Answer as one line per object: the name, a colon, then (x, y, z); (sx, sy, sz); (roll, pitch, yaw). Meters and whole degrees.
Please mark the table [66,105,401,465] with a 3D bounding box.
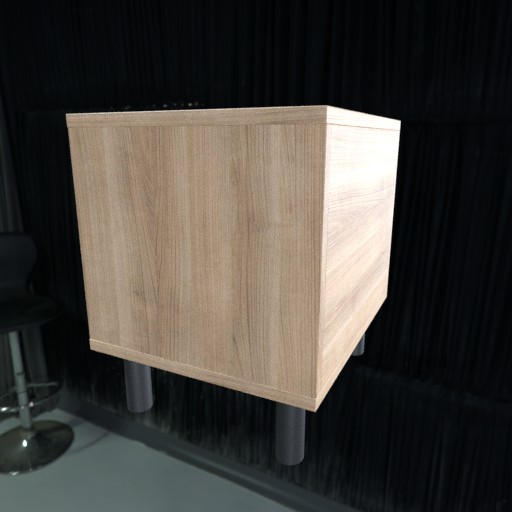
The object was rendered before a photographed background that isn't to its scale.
table: (0.000, 0.000, 0.773); (0.380, 0.460, 0.445); (7, 17, 26)
